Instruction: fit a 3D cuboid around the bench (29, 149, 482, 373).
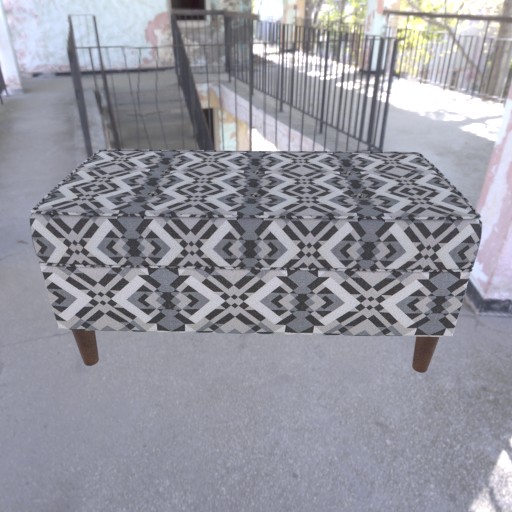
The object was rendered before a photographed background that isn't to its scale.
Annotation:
[{"bbox_3d":[0.000,0.000,1.273,1.016,0.477,0.492,1,30,1],"label":"bench"}]
